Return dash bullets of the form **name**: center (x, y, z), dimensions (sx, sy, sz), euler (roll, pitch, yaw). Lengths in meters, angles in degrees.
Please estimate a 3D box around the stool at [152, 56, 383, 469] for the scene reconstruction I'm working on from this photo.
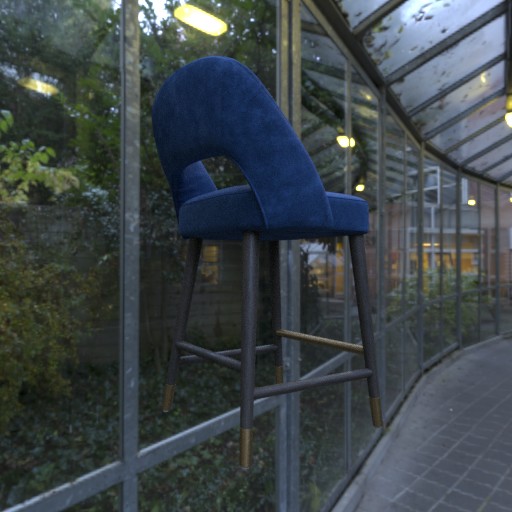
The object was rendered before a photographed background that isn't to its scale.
- **stool**: center (0.000, 0.000, 1.248), dimensions (0.524, 0.925, 0.536), euler (1, -1, -34)
